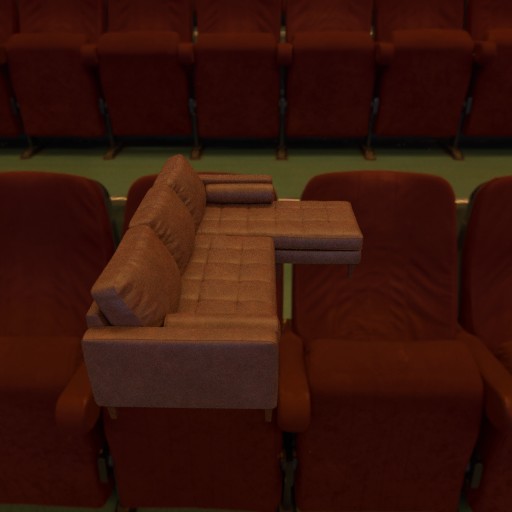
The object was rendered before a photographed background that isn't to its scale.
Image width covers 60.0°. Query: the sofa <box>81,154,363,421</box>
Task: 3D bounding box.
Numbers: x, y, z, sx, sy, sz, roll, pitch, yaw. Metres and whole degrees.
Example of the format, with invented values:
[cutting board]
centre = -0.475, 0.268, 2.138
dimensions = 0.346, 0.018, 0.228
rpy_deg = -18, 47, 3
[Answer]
[sofa]
centre = 0.000, 0.000, 3.054
dimensions = 1.613, 0.841, 2.185
rpy_deg = 1, 31, 1
